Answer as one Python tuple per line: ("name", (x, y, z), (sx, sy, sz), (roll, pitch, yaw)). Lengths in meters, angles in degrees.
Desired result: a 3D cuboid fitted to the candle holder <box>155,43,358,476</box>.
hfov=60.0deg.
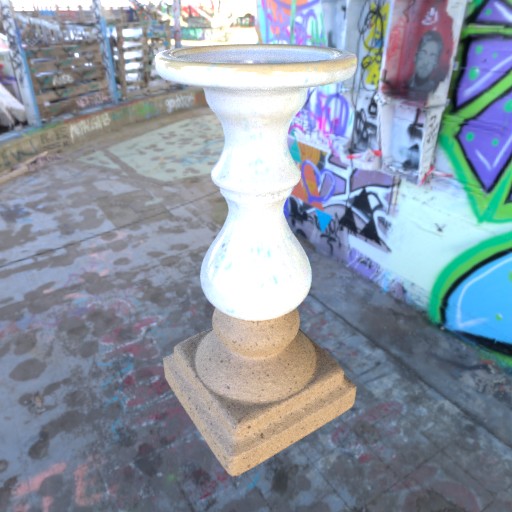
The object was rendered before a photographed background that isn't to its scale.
("candle holder", (0.000, 0.000, 0.284), (0.110, 0.239, 0.110), (-18, 35, -29))
